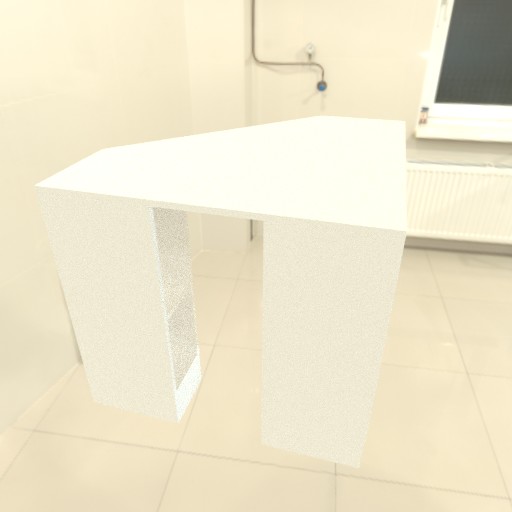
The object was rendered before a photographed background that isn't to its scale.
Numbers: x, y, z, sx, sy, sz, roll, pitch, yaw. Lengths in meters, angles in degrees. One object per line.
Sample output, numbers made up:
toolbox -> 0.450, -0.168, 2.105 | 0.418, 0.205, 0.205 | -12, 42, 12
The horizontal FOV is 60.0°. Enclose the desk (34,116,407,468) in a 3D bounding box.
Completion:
desk -> 0.000, 0.000, 1.637 | 0.926, 0.818, 0.940 | 8, 32, 14
